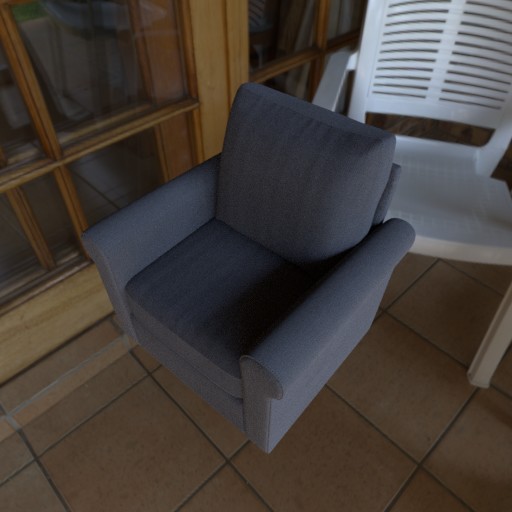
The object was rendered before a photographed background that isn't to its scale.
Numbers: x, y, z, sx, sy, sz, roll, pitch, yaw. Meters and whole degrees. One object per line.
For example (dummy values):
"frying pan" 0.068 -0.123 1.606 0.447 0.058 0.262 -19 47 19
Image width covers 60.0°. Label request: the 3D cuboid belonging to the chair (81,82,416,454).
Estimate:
"chair" 0.000 0.000 1.601 0.867 0.942 0.828 31 53 27
